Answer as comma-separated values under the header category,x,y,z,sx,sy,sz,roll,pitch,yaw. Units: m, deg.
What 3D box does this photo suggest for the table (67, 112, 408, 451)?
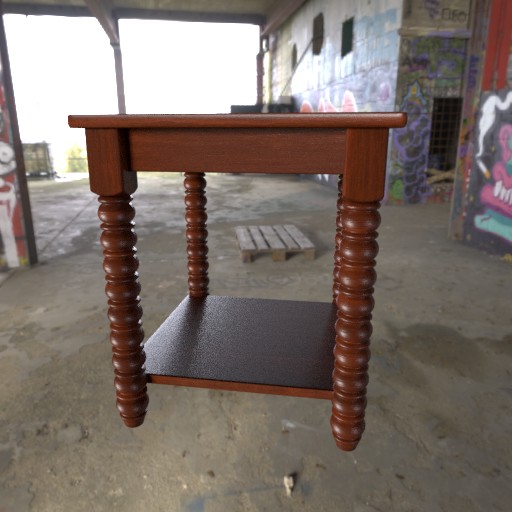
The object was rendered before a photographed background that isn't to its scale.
category,x,y,z,sx,sy,sz,roll,pitch,yaw
table,0.000,0.000,0.958,0.500,0.567,0.533,3,16,9
